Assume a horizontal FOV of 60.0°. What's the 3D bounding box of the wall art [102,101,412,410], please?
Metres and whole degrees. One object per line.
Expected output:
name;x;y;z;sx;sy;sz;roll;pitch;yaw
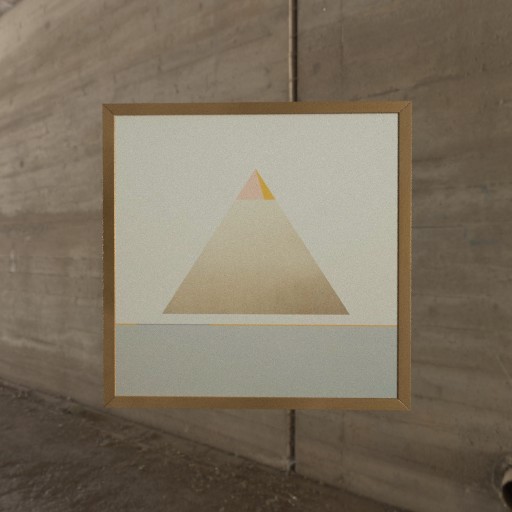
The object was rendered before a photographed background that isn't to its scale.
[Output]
wall art;0.000;0.000;0.457;0.305;0.303;0.038;0;1;2
